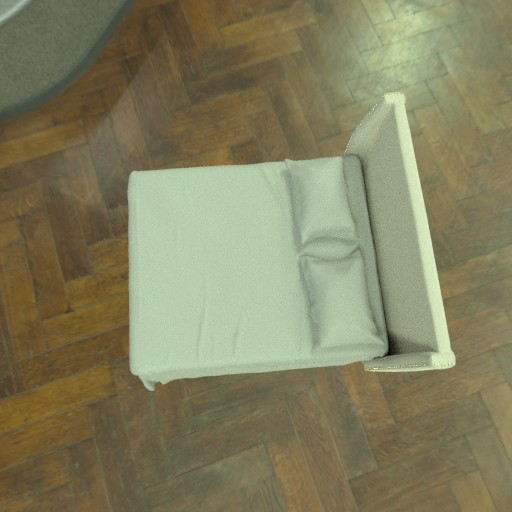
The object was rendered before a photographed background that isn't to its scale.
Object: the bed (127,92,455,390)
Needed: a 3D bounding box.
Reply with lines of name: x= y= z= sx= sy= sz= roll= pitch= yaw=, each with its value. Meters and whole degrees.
bed: x=0.000 y=0.000 z=3.493 sx=2.276 sy=1.332 sz=1.925 roll=-4 pitch=75 yaw=-1
